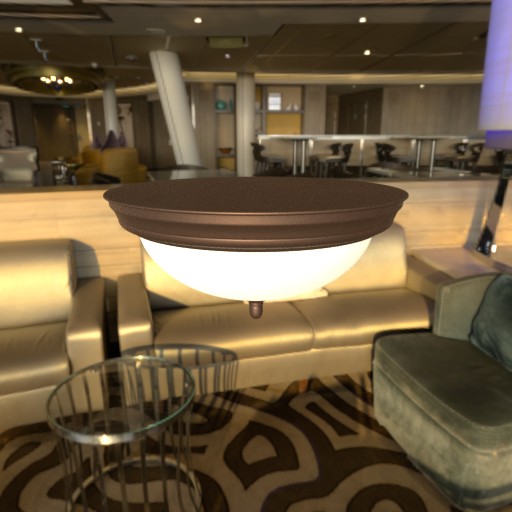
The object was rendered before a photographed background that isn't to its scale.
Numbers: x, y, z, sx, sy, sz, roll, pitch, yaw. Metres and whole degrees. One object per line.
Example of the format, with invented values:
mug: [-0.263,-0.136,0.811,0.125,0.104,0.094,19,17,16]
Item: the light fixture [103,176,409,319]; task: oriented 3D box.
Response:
light fixture: [0.000,0.000,0.444,0.280,0.135,0.280,0,15,0]
